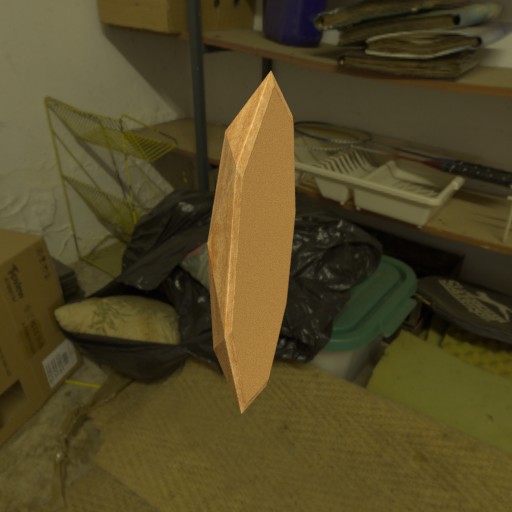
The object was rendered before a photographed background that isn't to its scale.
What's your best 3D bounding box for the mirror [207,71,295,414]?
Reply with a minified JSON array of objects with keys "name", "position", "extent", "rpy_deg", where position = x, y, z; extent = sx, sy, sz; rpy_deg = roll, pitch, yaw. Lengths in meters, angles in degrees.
[{"name":"mirror","position":[0.000,0.000,0.996],"extent":[0.070,0.774,0.577],"rpy_deg":[8,30,14]}]
